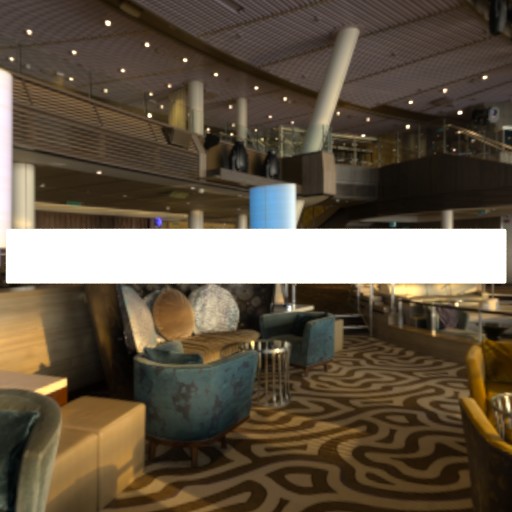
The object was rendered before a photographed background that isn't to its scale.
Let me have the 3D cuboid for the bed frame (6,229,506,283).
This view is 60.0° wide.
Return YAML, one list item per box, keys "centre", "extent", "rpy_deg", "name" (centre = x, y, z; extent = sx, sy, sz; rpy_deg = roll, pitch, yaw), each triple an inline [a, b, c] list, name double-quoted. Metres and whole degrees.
- centre: [0.000, 0.000, 1.486]
  extent: [1.300, 0.141, 0.670]
  rpy_deg: [0, 0, 0]
  name: "bed frame"
